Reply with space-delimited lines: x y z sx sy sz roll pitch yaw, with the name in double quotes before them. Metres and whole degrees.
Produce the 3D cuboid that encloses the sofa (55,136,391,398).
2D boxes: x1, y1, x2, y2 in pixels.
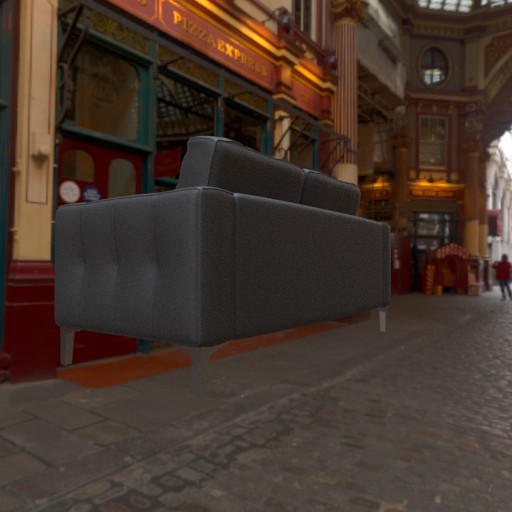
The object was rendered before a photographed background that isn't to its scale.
"sofa" 0.000 0.000 2.249 0.833 0.893 1.726 -1 -1 36
